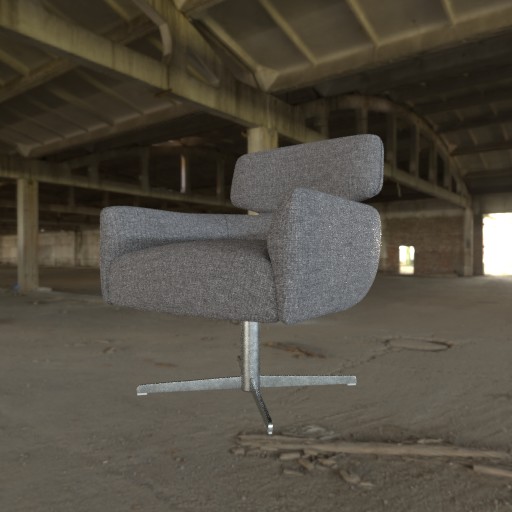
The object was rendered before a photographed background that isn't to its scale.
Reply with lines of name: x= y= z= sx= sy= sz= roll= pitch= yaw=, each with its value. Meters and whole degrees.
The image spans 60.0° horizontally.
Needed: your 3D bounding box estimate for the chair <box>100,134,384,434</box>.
chair: x=0.000 y=0.000 z=1.368 sx=0.706 sy=0.812 sz=0.715 roll=0 pitch=1 yaw=36
